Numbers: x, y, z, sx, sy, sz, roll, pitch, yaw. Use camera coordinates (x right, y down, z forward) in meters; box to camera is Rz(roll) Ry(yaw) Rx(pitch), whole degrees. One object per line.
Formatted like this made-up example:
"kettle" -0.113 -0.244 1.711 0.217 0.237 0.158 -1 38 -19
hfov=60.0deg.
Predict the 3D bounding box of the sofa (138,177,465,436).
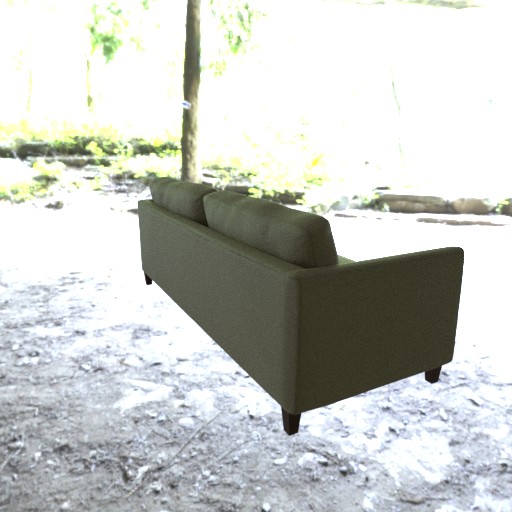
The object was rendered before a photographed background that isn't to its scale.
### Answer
"sofa" 0.000 0.000 2.895 0.988 0.912 2.404 -8 17 -27
